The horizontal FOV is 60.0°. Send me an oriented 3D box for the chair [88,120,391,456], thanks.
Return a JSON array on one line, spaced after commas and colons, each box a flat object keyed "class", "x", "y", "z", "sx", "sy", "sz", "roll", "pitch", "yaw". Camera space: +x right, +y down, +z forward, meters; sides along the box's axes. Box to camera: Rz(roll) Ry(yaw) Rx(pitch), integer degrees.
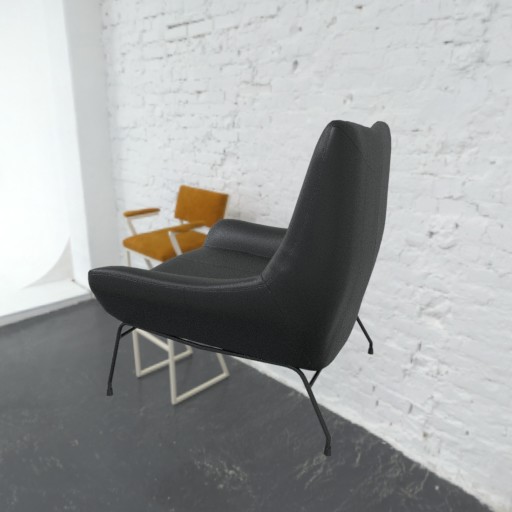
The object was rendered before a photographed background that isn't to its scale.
[{"class": "chair", "x": 0.000, "y": 0.000, "z": 1.577, "sx": 0.826, "sy": 0.922, "sz": 0.836, "roll": 8, "pitch": 18, "yaw": 24}]
